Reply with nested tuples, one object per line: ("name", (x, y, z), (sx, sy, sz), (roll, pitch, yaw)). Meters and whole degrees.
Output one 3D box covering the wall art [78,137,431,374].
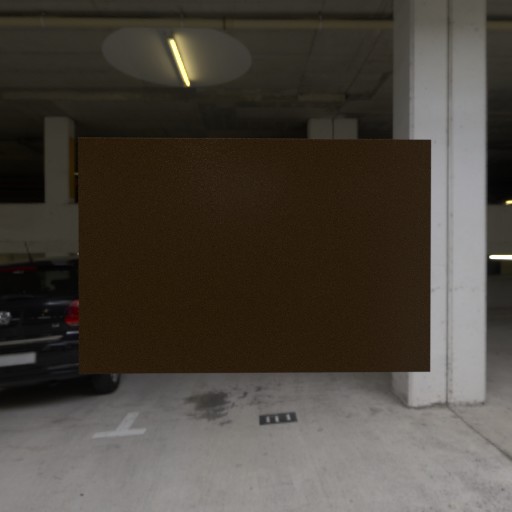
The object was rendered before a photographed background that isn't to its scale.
("wall art", (0.000, 0.000, 1.460), (1.145, 0.762, 0.041), (0, 1, -1))
